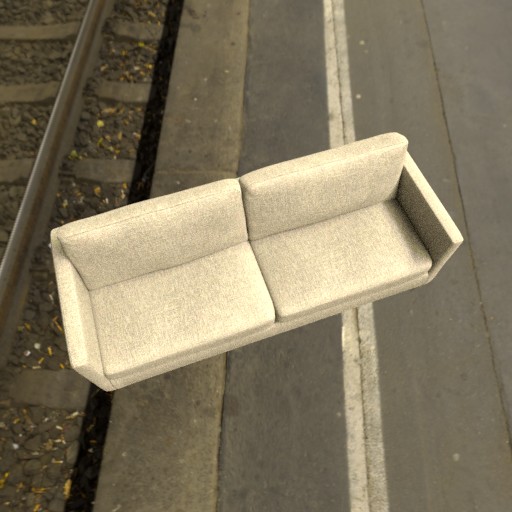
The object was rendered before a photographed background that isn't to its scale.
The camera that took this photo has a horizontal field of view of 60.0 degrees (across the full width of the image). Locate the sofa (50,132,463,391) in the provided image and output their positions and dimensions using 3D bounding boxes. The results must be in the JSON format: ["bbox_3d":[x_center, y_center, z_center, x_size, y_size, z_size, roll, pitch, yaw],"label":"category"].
[{"bbox_3d":[0.000,0.000,2.971,2.434,0.951,0.948,-17,63,-9],"label":"sofa"}]
